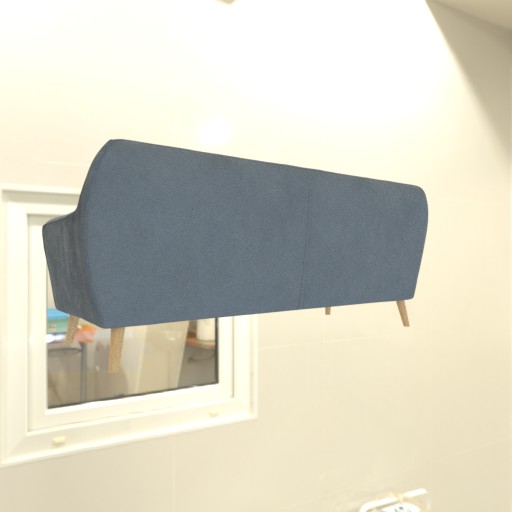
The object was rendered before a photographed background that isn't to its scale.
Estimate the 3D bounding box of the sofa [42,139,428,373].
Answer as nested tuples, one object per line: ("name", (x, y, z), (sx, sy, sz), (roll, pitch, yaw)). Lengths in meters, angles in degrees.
("sofa", (0.000, 0.000, 2.367), (1.975, 0.832, 0.841), (0, 0, -36))
